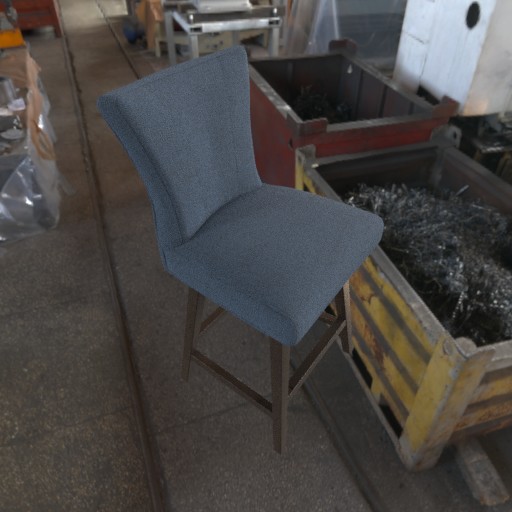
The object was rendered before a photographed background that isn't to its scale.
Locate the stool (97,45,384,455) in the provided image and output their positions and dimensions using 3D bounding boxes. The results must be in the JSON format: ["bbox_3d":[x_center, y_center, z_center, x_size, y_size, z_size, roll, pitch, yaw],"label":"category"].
[{"bbox_3d":[0.000,0.000,1.315,0.574,1.000,0.514,25,46,26],"label":"stool"}]
